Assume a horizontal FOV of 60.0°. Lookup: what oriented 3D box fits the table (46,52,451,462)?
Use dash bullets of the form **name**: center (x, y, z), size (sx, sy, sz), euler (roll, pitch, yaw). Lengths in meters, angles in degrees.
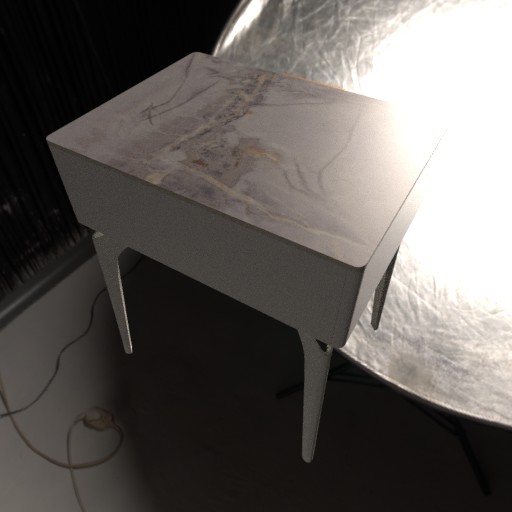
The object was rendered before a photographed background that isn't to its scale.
- **table**: center (0.000, 0.000, 0.881), size (0.500, 0.570, 0.400), euler (24, 51, 21)
